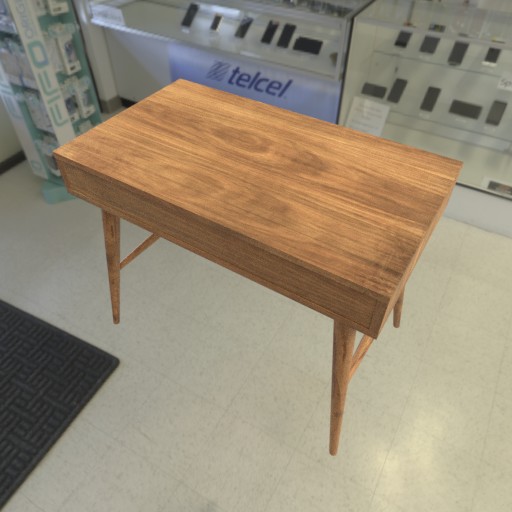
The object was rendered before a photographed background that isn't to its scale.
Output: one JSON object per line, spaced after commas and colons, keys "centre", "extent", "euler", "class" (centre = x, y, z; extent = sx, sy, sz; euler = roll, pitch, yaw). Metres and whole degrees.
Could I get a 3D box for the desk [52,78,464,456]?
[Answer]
{"centre": [0.000, 0.000, 1.447], "extent": [0.949, 0.758, 0.588], "euler": [24, 50, 22], "class": "desk"}
